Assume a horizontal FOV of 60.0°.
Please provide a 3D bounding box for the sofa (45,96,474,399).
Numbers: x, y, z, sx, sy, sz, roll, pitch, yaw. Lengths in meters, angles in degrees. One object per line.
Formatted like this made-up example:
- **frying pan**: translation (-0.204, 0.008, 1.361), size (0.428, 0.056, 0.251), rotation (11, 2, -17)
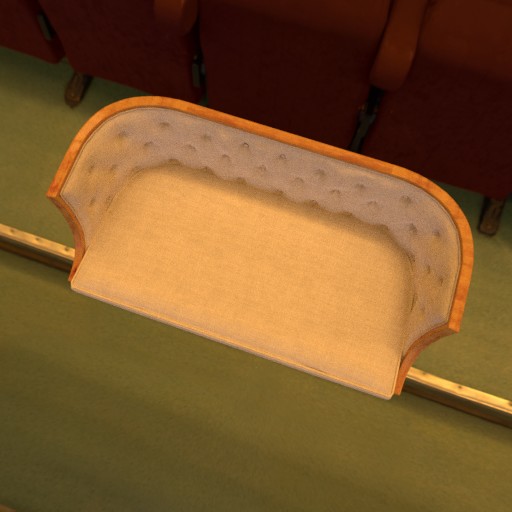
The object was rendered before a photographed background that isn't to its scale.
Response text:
- **sofa**: translation (0.000, 0.000, 1.867), size (1.474, 0.775, 0.770), rotation (18, 77, 5)
